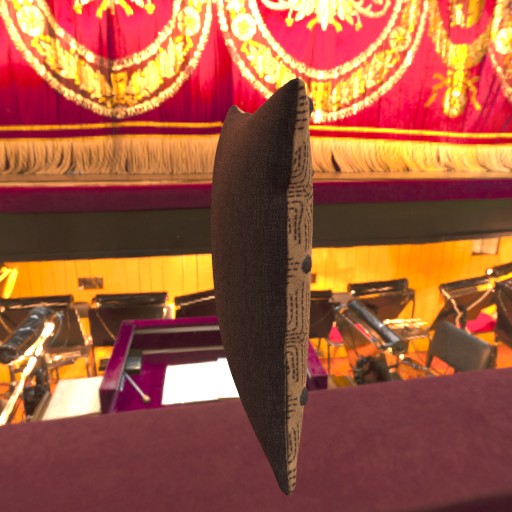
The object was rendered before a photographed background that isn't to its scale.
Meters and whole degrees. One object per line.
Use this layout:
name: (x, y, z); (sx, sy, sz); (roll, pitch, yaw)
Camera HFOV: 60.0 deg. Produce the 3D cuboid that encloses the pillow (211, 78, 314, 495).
pillow: (0.000, 0.000, 0.749); (0.145, 0.510, 0.510); (-3, 16, -10)
